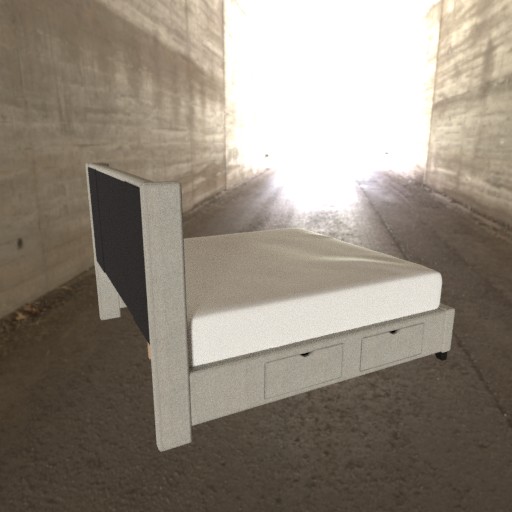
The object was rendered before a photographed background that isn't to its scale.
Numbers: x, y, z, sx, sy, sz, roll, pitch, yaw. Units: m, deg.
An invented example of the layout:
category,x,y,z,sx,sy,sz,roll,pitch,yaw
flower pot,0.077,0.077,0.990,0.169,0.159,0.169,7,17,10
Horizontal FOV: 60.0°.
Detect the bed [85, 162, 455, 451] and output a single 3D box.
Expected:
category,x,y,z,sx,sy,sz,roll,pitch,yaw
bed,0.000,0.000,3.656,2.280,1.470,2.140,-7,16,-26
